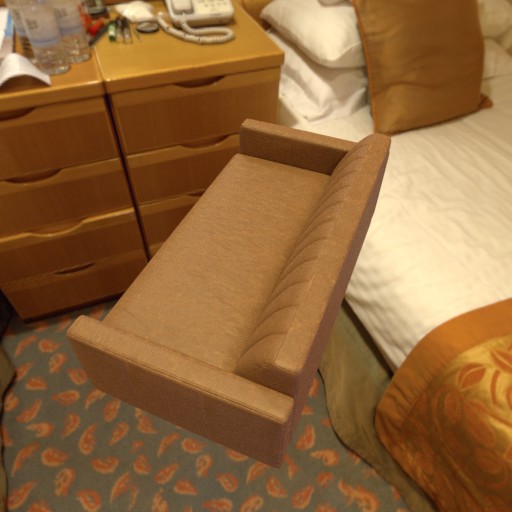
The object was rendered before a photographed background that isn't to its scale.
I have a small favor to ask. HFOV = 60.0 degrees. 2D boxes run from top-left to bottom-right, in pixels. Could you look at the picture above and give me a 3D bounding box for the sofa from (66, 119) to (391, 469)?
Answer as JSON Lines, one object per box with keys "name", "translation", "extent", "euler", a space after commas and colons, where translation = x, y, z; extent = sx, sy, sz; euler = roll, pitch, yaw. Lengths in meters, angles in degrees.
{"name": "sofa", "translation": [0.000, 0.000, 2.402], "extent": [0.993, 0.821, 1.847], "euler": [17, 49, 15]}
